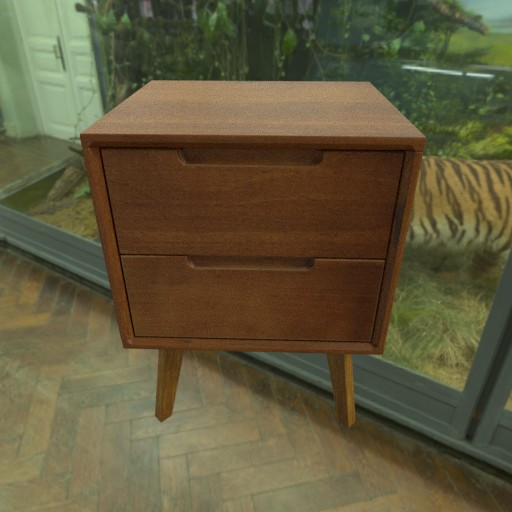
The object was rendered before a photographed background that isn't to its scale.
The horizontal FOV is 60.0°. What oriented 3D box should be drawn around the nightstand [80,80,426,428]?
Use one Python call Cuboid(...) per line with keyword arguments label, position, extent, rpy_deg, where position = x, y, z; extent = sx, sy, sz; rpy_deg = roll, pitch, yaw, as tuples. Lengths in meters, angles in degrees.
Cuboid(label="nightstand", position=(0.000, 0.000, 0.920), extent=(0.460, 0.618, 0.411), rpy_deg=(1, 31, 2))
